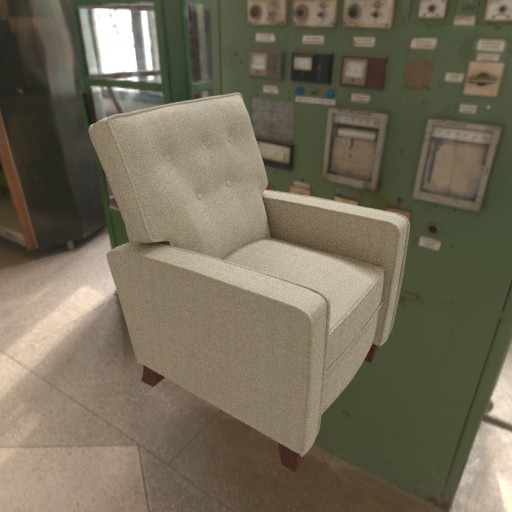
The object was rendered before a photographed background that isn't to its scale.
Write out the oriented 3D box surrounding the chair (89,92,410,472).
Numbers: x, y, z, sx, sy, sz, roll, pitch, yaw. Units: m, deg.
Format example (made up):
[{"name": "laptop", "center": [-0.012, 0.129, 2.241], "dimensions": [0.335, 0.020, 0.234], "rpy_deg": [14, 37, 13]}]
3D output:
[{"name": "chair", "center": [0.000, 0.000, 1.392], "dimensions": [0.754, 0.888, 0.648], "rpy_deg": [18, 33, 31]}]
